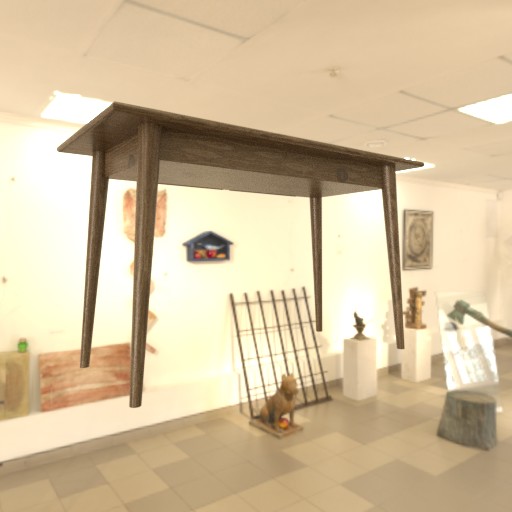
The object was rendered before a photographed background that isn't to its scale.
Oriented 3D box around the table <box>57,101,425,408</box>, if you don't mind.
[{"bbox_3d":[0.000,0.000,1.708,1.300,0.780,0.599,-1,1,-36],"label":"table"}]
